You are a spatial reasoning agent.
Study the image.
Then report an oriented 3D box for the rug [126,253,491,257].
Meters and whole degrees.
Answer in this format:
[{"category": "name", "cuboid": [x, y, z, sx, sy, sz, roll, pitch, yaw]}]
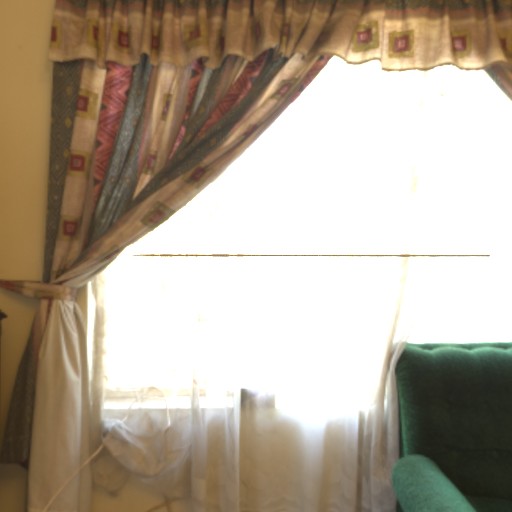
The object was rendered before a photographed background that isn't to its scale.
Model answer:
[{"category": "rug", "cuboid": [0.000, 0.000, 2.853, 1.555, 0.011, 2.232, 0, 0, -18]}]
